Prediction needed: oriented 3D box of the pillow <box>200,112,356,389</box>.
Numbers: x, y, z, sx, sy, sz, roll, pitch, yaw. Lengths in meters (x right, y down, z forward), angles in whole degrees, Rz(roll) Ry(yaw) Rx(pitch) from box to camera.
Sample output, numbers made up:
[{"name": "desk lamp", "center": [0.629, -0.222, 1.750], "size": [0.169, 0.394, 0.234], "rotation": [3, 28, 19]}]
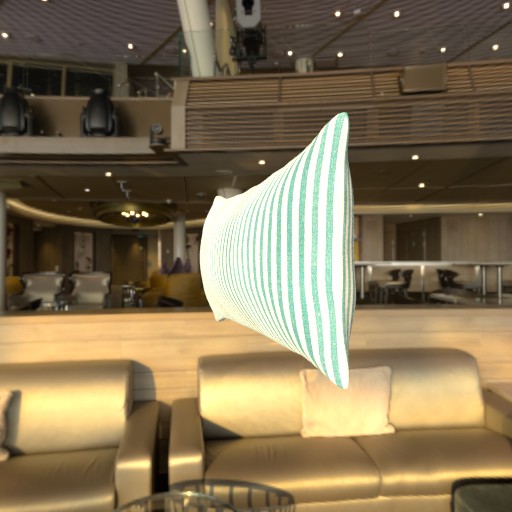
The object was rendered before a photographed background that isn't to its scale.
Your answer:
[{"name": "pillow", "center": [0.000, 0.000, 0.757], "size": [0.151, 0.295, 0.617], "rotation": [0, -1, -18]}]
